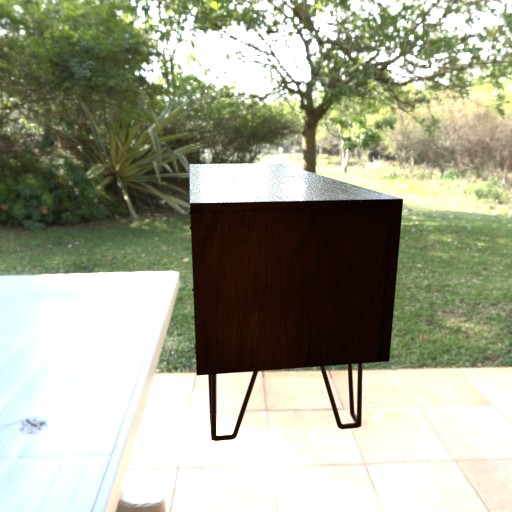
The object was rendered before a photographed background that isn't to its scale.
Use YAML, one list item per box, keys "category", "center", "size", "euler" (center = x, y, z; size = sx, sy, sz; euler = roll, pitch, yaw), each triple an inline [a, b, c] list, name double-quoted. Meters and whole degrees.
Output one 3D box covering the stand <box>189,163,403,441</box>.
- category: "stand"
  center: [0.000, 0.000, 1.685]
  size: [0.481, 0.610, 1.372]
  euler: [-2, 15, -8]
